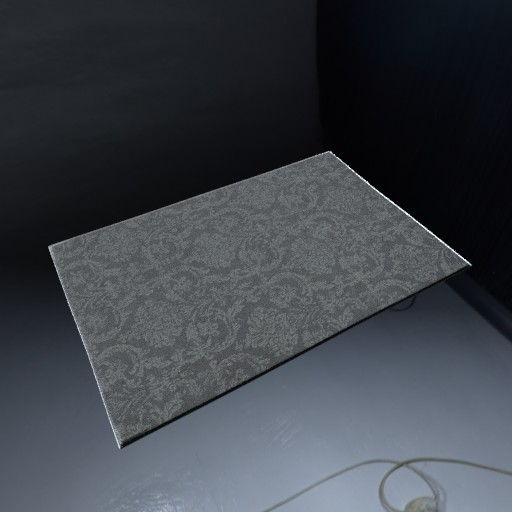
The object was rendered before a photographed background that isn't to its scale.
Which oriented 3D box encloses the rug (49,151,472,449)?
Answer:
[{"bbox_3d":[0.000,0.000,3.436,2.746,0.018,1.819,-22,50,-20],"label":"rug"}]
